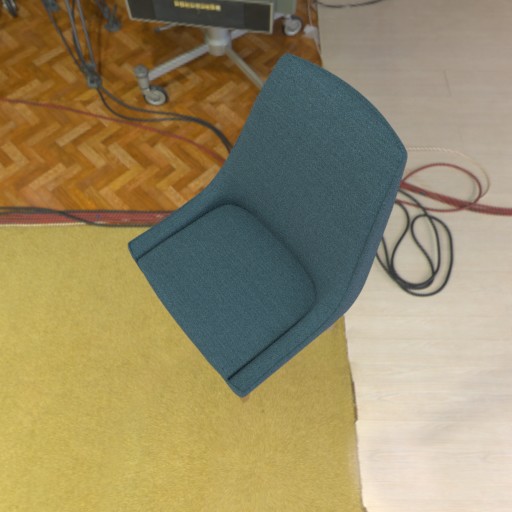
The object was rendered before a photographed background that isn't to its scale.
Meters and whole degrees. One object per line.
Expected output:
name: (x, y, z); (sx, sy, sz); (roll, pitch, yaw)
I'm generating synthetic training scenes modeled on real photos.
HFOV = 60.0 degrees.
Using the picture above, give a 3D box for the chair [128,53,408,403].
chair: (0.000, 0.000, 1.205); (0.544, 0.861, 0.529); (-36, 70, -16)
